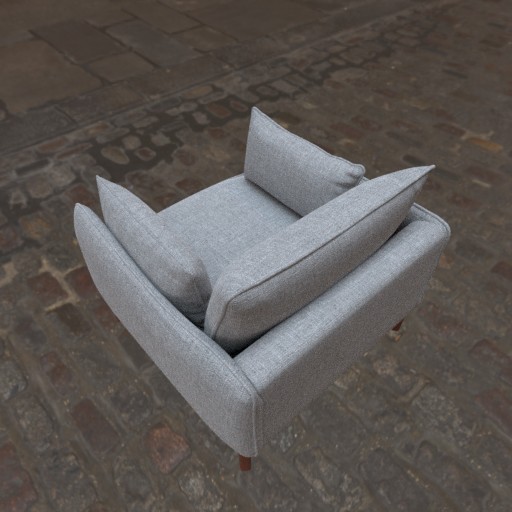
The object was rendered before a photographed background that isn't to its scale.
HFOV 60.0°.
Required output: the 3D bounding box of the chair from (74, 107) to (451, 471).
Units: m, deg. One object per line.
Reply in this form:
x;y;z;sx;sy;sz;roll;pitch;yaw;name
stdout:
0.000;0.000;1.648;0.993;0.839;0.976;-33;54;-28;chair
